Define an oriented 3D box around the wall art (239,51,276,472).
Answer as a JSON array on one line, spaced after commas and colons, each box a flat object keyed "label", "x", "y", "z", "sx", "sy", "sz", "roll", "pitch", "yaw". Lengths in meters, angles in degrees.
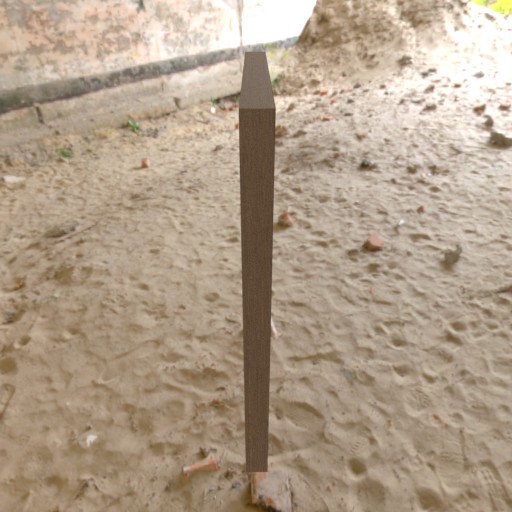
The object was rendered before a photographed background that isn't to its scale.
[{"label": "wall art", "x": 0.000, "y": 0.000, "z": 0.656, "sx": 0.032, "sy": 0.510, "sz": 0.358, "roll": 0, "pitch": 32, "yaw": 0}]
